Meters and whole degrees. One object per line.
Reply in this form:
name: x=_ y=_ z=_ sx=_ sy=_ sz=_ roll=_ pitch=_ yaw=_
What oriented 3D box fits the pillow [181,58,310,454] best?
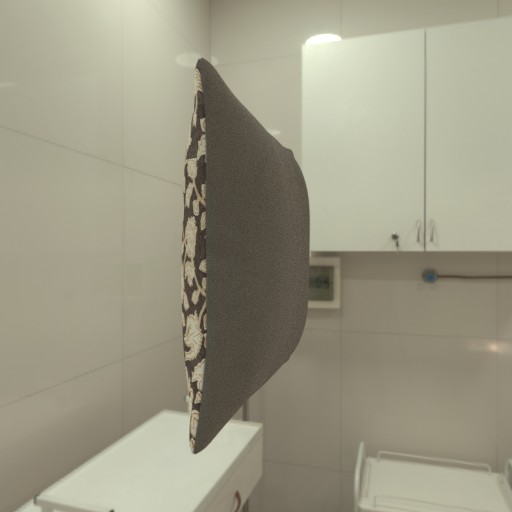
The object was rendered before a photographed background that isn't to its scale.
pillow: x=0.000 y=0.000 z=0.814 sx=0.166 sy=0.507 sz=0.526 roll=0 pitch=0 yaw=17
